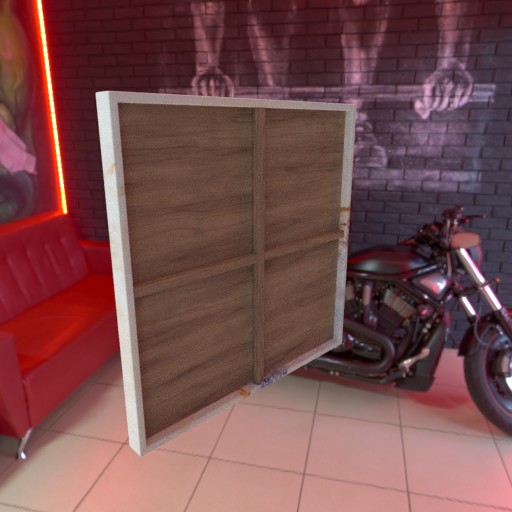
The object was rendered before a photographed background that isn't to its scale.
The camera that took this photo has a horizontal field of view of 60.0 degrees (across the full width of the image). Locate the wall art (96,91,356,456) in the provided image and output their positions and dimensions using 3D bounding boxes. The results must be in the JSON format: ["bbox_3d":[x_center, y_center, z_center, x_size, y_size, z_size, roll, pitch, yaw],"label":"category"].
[{"bbox_3d":[0.000,0.000,1.594,1.061,1.061,0.071,-16,23,-42],"label":"wall art"}]
